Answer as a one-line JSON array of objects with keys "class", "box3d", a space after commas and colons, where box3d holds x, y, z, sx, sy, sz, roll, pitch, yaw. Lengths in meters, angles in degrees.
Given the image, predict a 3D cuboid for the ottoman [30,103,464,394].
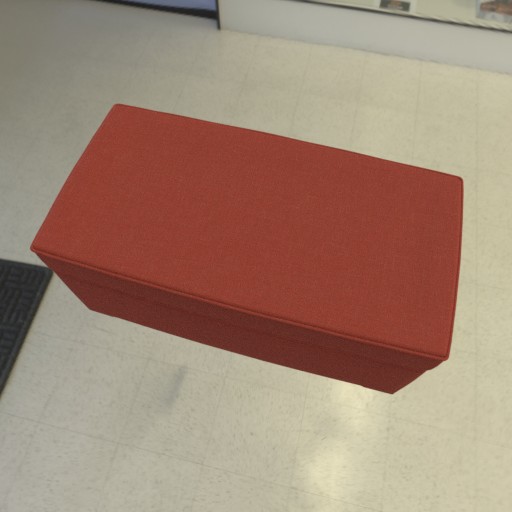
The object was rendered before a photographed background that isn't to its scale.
[{"class": "ottoman", "box3d": [0.000, 0.000, 1.228, 0.948, 0.454, 0.497, 14, 63, 7]}]
